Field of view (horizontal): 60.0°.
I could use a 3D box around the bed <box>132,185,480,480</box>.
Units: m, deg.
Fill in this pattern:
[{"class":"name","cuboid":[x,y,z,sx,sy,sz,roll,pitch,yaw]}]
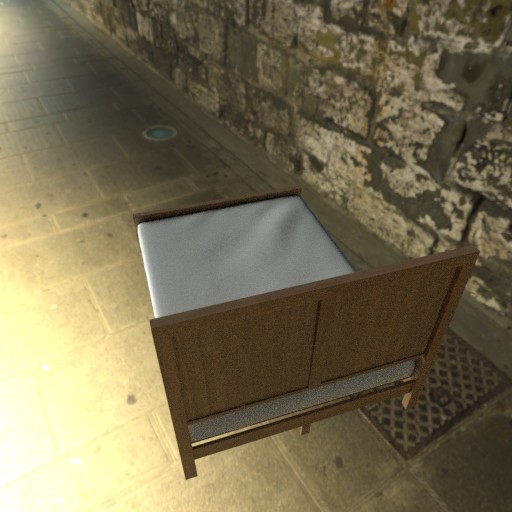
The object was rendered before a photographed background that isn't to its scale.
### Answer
[{"class":"bed","cuboid":[0.000,0.000,3.226,1.606,1.387,2.184,-12,41,-14]}]
